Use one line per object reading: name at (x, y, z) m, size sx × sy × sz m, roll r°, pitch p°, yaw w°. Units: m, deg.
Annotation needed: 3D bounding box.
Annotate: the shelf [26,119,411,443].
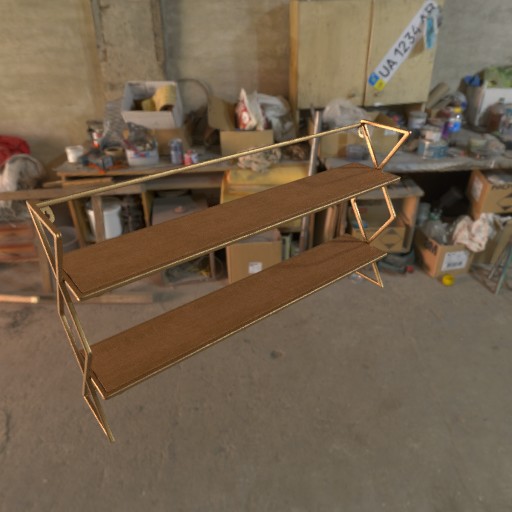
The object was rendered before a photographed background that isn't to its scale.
shelf at (0.000, 0.000, 0.992) m, size 0.822 × 0.450 × 0.150 m, roll -22°, pitch 38°, yaw -32°
